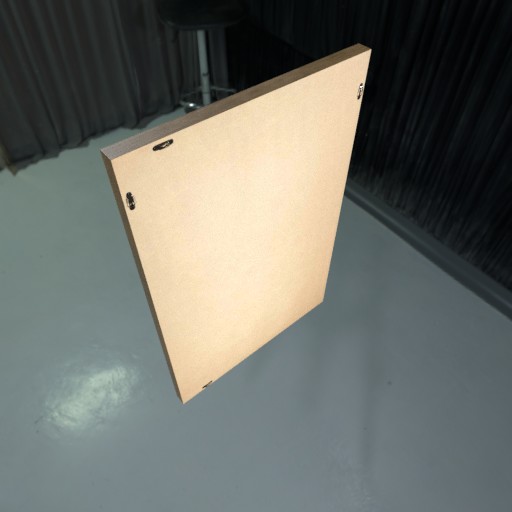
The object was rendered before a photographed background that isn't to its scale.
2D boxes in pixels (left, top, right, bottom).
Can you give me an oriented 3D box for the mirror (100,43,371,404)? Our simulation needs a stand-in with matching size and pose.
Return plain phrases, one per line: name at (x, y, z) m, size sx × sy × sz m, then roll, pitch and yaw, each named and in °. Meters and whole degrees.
mirror at (0.000, 0.000, 1.162) m, size 0.609 × 0.915 × 0.041 m, roll -32°, pitch 56°, yaw -25°
